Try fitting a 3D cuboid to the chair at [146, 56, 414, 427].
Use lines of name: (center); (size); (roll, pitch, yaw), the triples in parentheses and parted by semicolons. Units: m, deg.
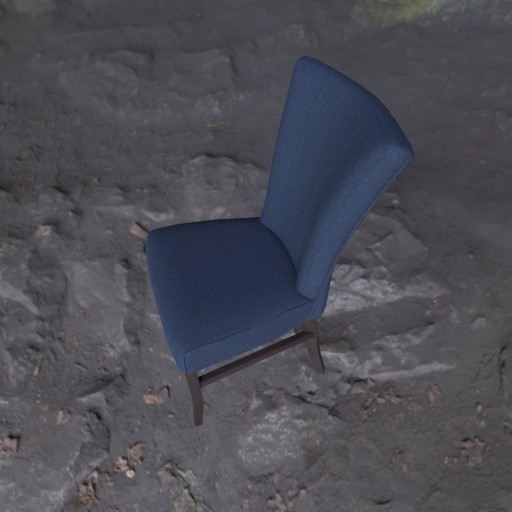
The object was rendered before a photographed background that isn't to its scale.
chair: (0.000, 0.000, 1.385); (0.660, 0.991, 0.520); (-15, 48, -14)
